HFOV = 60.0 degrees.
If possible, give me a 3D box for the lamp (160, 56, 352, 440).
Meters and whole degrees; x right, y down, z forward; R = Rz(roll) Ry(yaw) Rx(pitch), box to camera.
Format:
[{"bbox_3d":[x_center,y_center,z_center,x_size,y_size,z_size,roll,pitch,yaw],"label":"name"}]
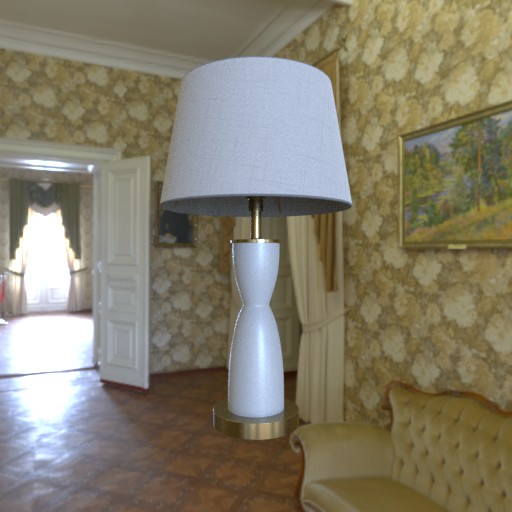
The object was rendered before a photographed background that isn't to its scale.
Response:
[{"bbox_3d":[0.000,0.000,0.726,0.309,0.545,0.309,0,0,0],"label":"lamp"}]
